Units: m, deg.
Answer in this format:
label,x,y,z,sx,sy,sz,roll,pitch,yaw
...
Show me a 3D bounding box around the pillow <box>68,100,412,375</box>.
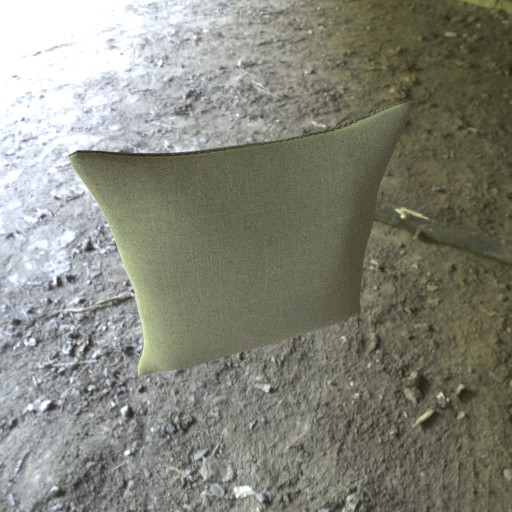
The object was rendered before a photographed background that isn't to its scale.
label,x,y,z,sx,sy,sz,roll,pitch,yaw
pillow,0.000,0.000,0.680,0.435,0.432,0.138,-13,43,-14
